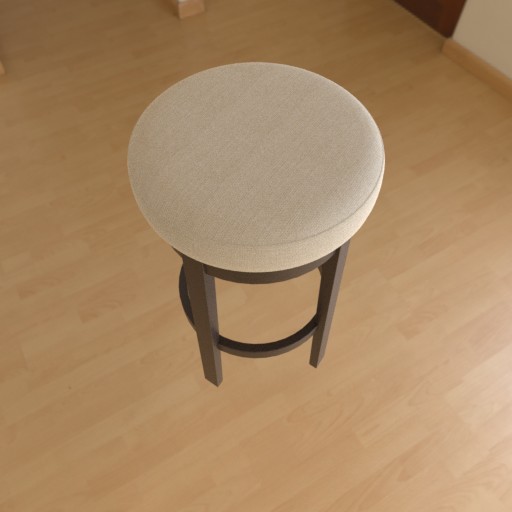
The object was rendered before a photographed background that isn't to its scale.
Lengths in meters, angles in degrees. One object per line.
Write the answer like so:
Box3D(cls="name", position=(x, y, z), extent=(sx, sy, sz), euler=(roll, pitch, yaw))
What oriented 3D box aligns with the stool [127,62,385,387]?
Box3D(cls="stool", position=(0.000, 0.000, 1.026), extent=(0.446, 0.758, 0.446), euler=(0, 58, 0))
